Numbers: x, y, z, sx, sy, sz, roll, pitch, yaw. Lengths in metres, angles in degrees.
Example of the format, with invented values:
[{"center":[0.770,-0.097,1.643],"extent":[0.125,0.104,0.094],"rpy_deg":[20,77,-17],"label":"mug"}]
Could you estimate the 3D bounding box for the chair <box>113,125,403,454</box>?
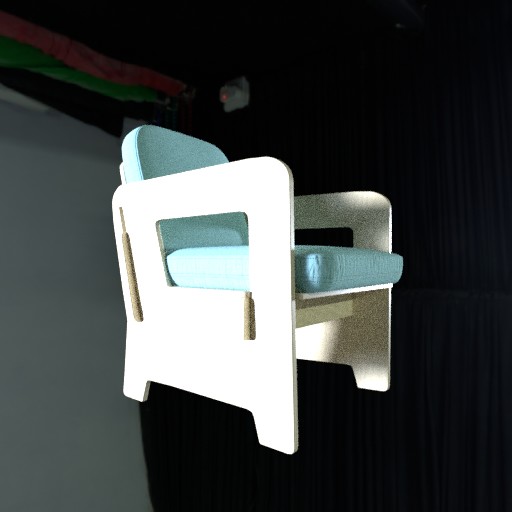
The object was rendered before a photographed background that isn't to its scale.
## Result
[{"center":[0.000,0.000,1.273],"extent":[0.710,0.800,0.590],"rpy_deg":[0,-1,36],"label":"chair"}]
